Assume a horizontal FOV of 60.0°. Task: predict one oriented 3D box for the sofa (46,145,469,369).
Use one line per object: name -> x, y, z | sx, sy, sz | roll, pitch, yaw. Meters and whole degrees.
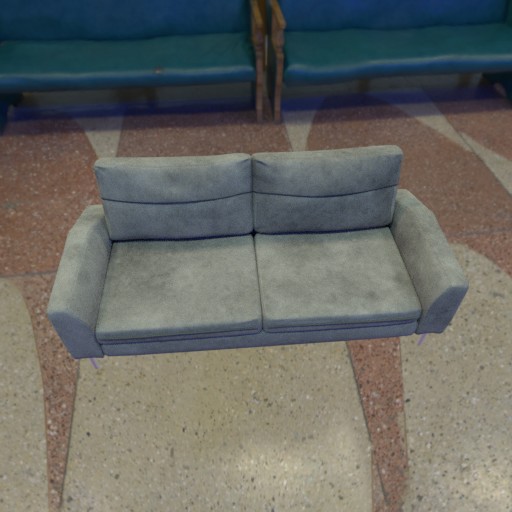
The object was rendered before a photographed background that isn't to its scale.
sofa -> 0.000, 0.000, 2.290 | 1.837, 0.859, 0.849 | -3, 47, -3
